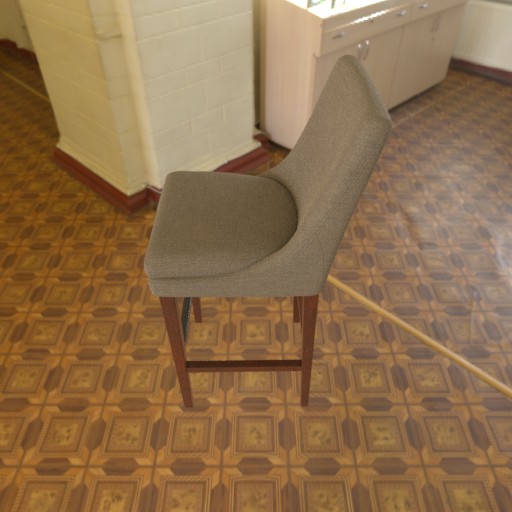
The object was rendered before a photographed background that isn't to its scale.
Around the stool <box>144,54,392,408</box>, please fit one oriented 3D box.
[{"bbox_3d":[0.000,0.000,1.380,0.577,1.078,0.470,0,42,0],"label":"stool"}]
